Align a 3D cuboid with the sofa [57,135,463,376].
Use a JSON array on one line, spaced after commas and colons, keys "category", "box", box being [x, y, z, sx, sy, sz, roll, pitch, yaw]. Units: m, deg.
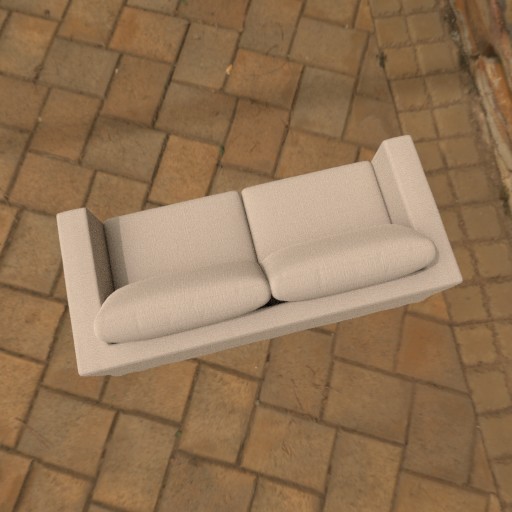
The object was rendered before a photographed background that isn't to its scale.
[{"category": "sofa", "box": [0.000, 0.000, 2.687, 2.163, 0.881, 0.954, -13, 76, -3]}]
